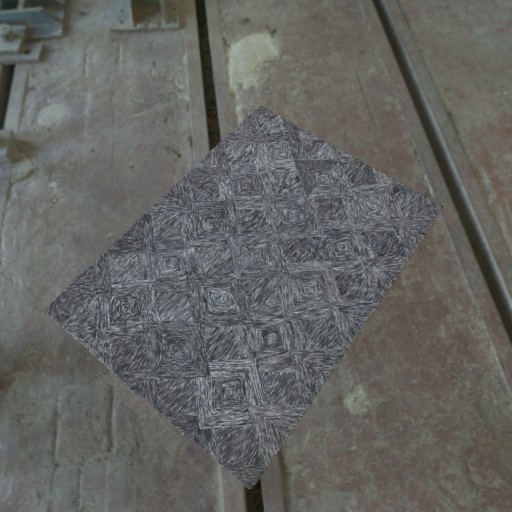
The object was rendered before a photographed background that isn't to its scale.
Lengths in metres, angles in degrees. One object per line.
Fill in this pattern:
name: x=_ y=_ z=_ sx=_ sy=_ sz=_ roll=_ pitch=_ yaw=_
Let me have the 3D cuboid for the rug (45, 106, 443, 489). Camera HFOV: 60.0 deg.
rug: x=0.000 y=0.000 z=5.367 sx=2.997 sy=0.020 sz=4.093 roll=34 pitch=67 yaw=17
